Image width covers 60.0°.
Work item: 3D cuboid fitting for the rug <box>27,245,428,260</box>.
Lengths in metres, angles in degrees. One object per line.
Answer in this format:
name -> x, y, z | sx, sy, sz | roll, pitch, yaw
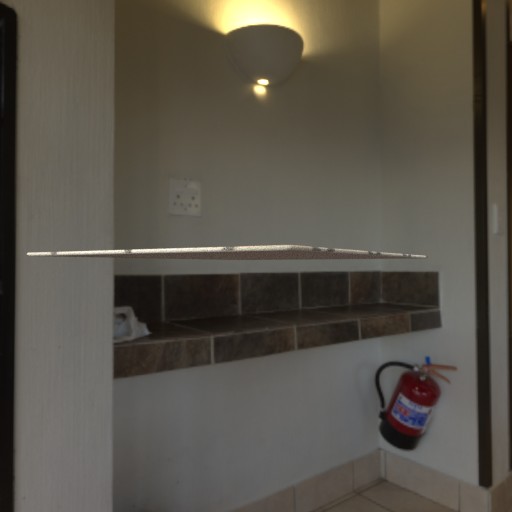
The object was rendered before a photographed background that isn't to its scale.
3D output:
rug -> 0.000, 0.000, 4.097 | 2.399, 0.026, 3.000 | -1, -2, 33
